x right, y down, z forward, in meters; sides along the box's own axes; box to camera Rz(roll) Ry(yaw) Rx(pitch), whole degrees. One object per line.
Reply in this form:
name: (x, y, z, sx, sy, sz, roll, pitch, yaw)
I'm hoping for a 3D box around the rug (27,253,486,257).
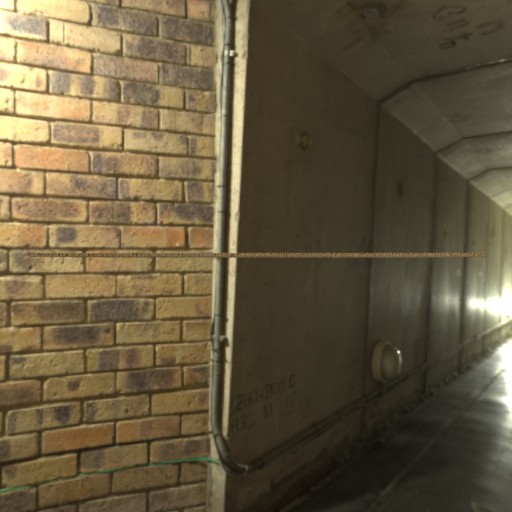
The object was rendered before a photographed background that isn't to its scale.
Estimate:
rug: (0.000, 0.000, 4.094, 3.000, 0.025, 2.400, 0, 0, -1)
